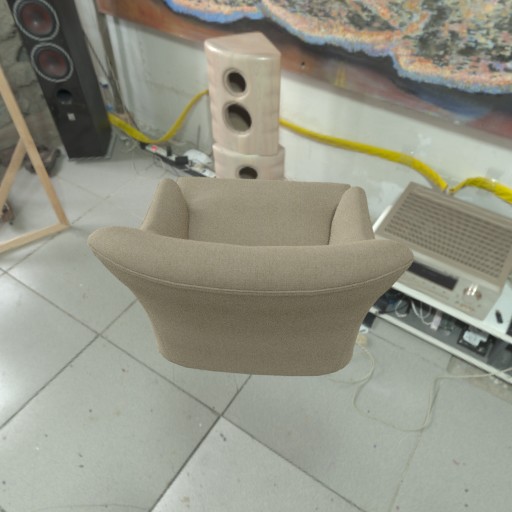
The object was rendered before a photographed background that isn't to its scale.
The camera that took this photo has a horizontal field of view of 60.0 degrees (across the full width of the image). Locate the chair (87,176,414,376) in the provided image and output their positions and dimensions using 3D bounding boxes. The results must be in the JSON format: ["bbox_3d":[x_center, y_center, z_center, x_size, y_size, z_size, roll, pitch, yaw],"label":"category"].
[{"bbox_3d":[0.000,0.000,1.638,0.864,0.856,0.923,3,48,3],"label":"chair"}]
